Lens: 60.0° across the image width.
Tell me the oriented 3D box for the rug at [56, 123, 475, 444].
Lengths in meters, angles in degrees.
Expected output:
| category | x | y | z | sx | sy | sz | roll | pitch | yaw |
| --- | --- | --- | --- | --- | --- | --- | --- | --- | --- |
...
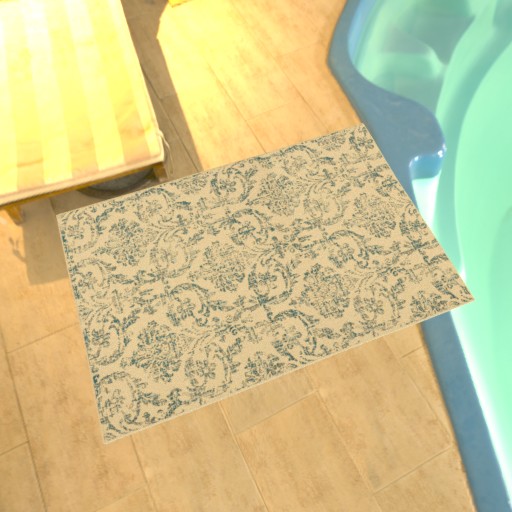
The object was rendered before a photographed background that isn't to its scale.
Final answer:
| category | x | y | z | sx | sy | sz | roll | pitch | yaw |
| --- | --- | --- | --- | --- | --- | --- | --- | --- | --- |
| rug | 0.000 | 0.000 | 3.398 | 2.746 | 0.018 | 1.819 | -19 | 65 | -9 |
